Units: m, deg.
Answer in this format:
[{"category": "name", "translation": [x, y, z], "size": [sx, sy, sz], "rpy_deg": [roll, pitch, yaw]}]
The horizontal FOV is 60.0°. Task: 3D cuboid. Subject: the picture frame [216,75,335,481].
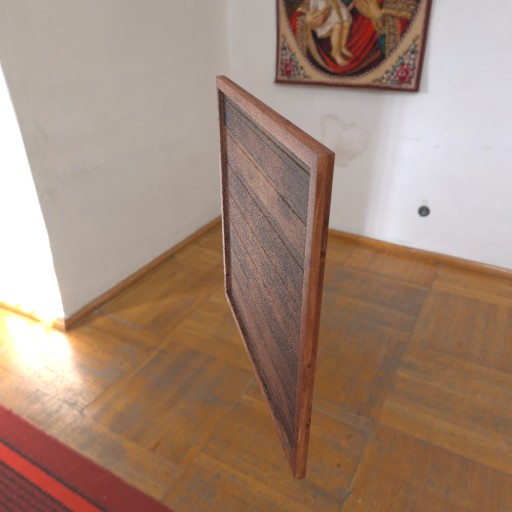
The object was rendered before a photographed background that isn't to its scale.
[{"category": "picture frame", "translation": [0.000, 0.000, 1.218], "size": [0.029, 0.817, 0.810], "rpy_deg": [-8, 31, -13]}]
